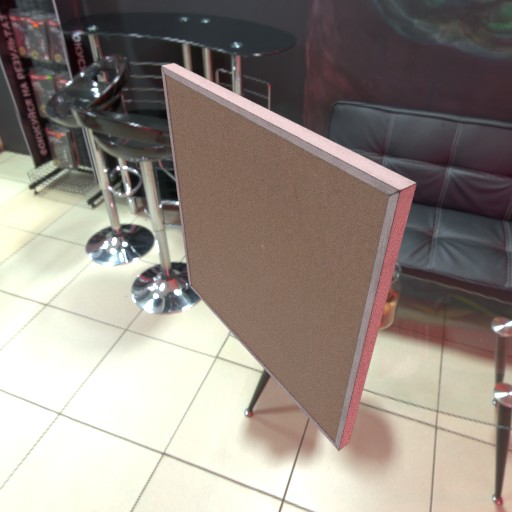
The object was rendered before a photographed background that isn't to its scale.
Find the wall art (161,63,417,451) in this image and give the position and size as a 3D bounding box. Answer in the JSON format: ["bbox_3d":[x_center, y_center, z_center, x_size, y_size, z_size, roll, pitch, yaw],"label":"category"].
[{"bbox_3d":[0.000,0.000,1.134,0.038,0.762,0.762,-25,45,-27],"label":"wall art"}]
